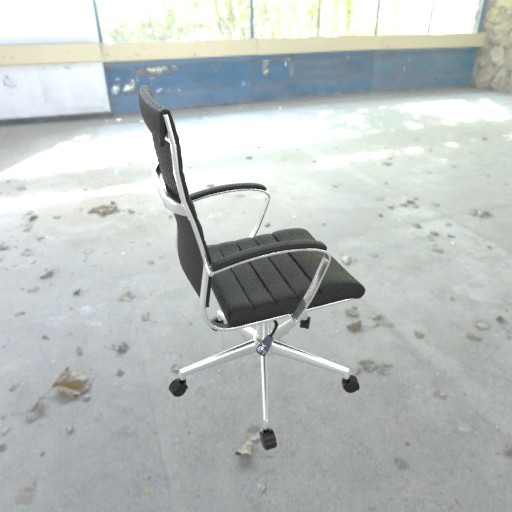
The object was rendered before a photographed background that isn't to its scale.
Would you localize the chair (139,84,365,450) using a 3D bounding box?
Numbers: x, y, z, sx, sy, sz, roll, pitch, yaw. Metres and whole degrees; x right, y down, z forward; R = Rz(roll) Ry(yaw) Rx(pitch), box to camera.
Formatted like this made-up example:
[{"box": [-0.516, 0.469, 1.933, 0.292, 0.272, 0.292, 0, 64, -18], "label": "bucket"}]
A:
[{"box": [0.000, 0.000, 1.614, 0.739, 1.149, 0.766, -10, 31, -17], "label": "chair"}]
